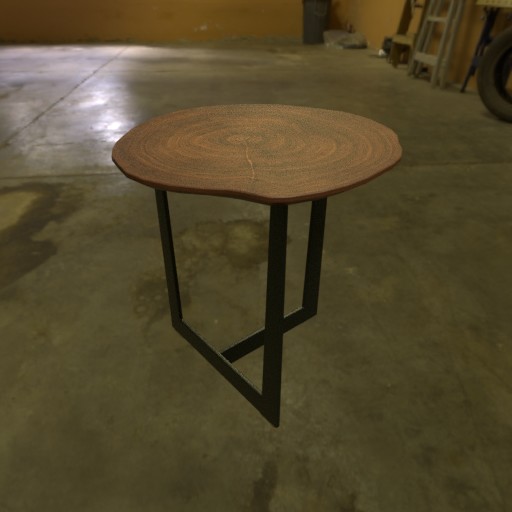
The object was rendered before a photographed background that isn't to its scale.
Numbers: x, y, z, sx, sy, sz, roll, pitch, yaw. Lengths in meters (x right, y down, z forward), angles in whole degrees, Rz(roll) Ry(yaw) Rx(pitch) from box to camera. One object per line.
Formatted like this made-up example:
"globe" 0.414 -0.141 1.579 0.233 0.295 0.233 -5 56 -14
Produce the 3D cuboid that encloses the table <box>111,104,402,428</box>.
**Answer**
"table" 0.000 0.000 0.876 0.477 0.476 0.494 23 38 33
